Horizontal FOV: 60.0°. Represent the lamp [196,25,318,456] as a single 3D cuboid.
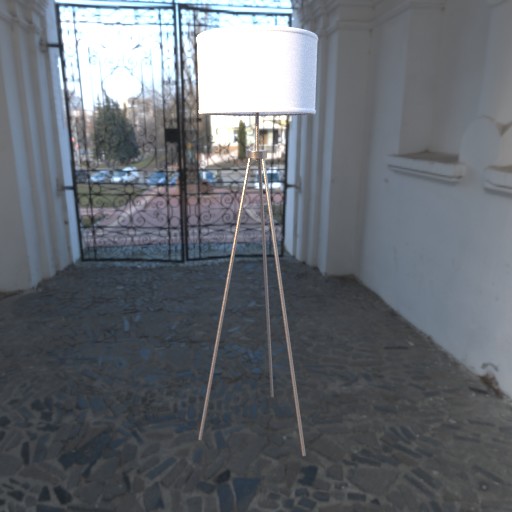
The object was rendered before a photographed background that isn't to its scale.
[{"bbox_3d":[0.000,0.000,1.737,0.448,1.545,0.458,2,16,8],"label":"lamp"}]
